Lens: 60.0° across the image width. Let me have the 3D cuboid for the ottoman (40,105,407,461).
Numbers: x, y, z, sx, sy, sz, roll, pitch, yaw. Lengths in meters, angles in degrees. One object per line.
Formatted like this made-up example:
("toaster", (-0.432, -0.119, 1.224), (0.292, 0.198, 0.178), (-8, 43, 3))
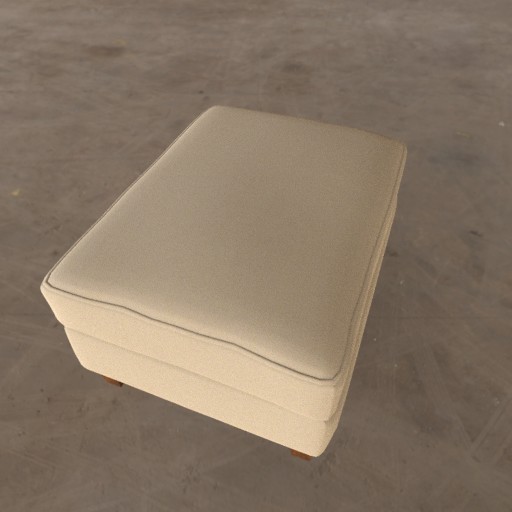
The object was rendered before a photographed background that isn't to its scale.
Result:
("ottoman", (0.000, 0.000, 1.180), (0.634, 0.485, 0.818), (16, 48, 15))
